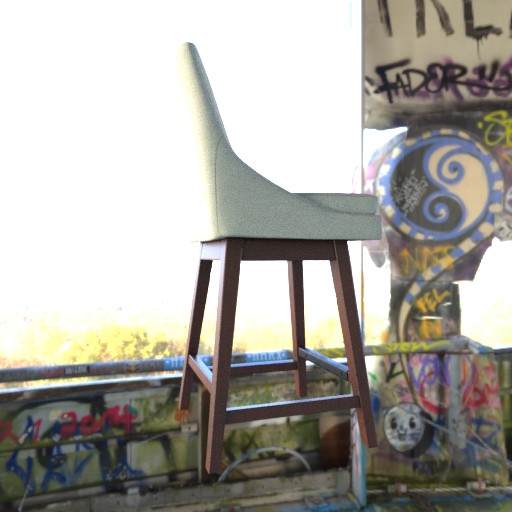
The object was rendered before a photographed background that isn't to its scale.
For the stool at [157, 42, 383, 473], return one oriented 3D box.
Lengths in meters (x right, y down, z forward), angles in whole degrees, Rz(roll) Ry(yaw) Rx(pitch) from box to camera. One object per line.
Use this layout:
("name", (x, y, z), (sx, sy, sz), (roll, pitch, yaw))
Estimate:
("stool", (0.000, 0.000, 1.288), (0.559, 0.991, 0.469), (0, 0, -18))
